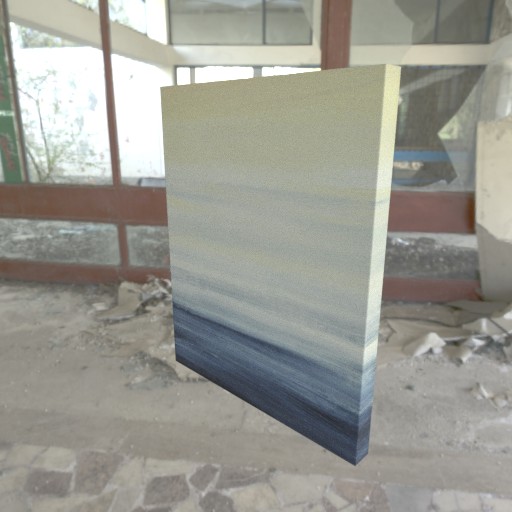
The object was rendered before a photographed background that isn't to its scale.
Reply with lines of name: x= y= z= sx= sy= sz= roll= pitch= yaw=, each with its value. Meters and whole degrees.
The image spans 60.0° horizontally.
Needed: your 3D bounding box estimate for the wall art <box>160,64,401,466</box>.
wall art: x=0.000 y=0.000 z=0.815 sx=0.489 sy=0.608 sz=0.040 roll=15 pitch=22 yaw=42
